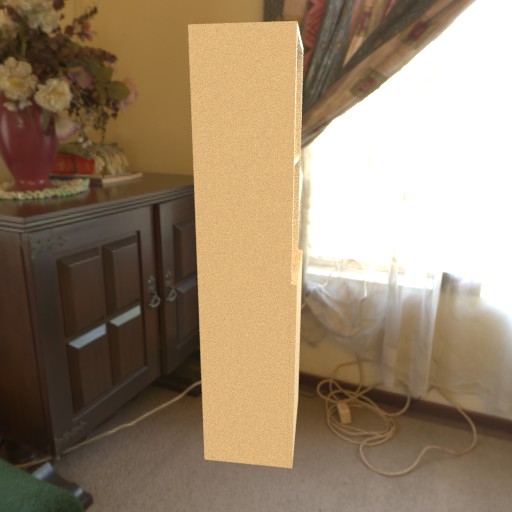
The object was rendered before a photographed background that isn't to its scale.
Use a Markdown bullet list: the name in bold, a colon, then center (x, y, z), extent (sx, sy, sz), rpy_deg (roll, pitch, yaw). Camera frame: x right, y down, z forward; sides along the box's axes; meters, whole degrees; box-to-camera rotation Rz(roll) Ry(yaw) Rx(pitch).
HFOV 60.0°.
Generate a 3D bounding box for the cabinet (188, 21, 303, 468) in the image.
- **cabinet**: center (0.000, 0.000, 1.506), extent (0.300, 1.350, 0.400), rpy_deg (2, 16, 8)
